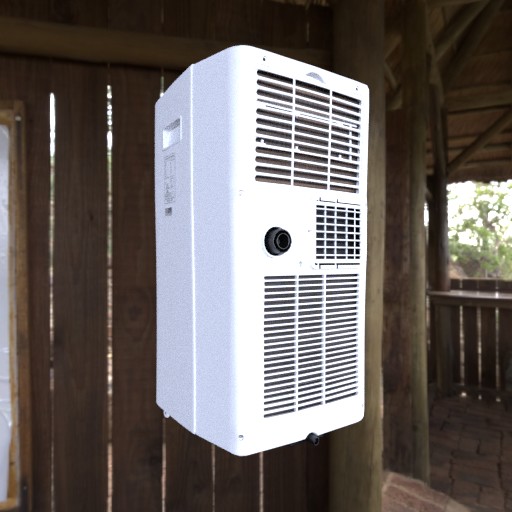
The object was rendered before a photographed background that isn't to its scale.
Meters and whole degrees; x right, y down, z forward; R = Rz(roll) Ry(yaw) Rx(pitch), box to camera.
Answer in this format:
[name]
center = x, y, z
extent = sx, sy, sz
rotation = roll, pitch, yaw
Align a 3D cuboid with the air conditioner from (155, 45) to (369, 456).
[air conditioner]
center = 0.000, 0.000, 0.814
extent = 0.304, 0.606, 0.349
rotation = 0, -1, -35
